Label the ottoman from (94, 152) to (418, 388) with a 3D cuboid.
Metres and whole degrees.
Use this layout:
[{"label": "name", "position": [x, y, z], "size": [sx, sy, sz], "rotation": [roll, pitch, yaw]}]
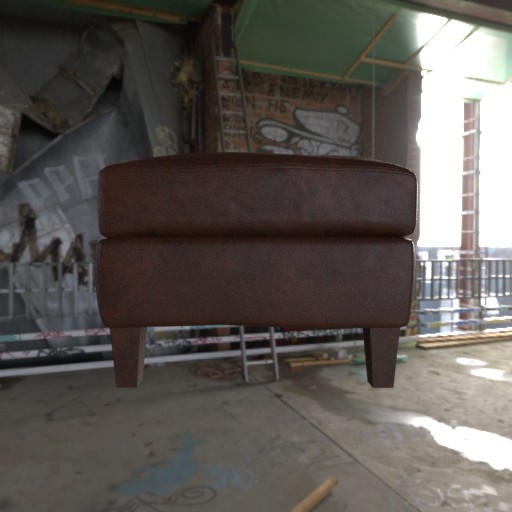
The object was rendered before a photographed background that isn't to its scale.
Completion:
[{"label": "ottoman", "position": [0.000, 0.000, 1.282], "size": [0.659, 0.527, 0.887], "rotation": [0, 1, 0]}]
